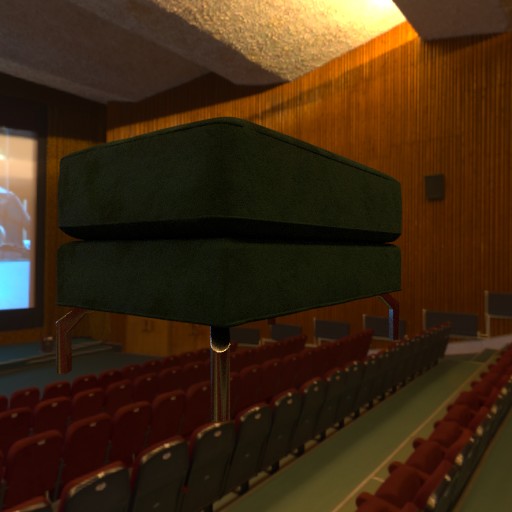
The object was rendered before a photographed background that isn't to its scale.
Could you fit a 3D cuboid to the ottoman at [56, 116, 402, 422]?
[{"bbox_3d":[0.000,0.000,1.213,0.536,0.533,0.886,0,1,37],"label":"ottoman"}]
